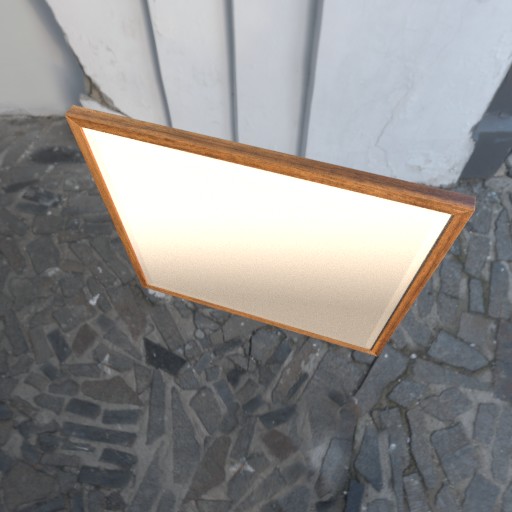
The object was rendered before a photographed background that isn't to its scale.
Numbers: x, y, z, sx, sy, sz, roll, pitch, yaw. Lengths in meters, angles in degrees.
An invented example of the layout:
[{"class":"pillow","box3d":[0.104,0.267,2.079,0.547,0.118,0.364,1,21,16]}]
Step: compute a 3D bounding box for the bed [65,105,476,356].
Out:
[{"class":"bed","box3d":[0.000,0.000,1.483,1.041,0.940,0.043,15,59,9]}]
